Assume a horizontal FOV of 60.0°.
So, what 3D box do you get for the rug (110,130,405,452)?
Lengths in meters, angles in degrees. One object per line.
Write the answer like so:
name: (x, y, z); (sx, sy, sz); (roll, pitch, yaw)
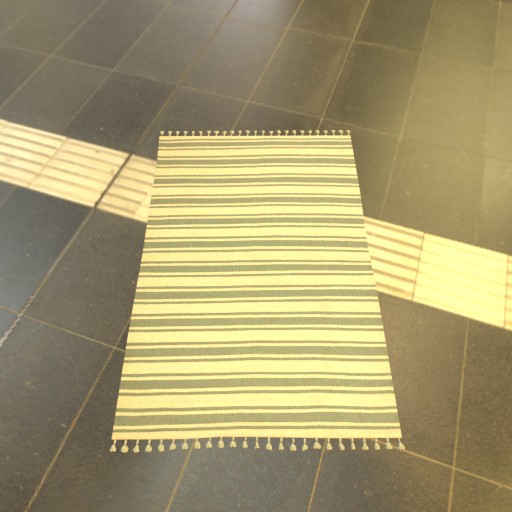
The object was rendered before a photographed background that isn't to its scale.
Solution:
rug: (0.000, 0.000, 2.949); (1.539, 0.011, 2.410); (0, 58, 0)
